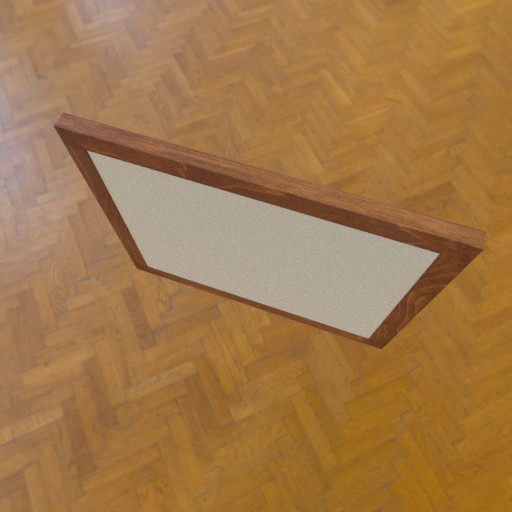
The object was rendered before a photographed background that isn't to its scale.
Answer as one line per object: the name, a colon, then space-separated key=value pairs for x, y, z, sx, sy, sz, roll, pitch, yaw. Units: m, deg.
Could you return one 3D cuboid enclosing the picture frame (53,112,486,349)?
picture frame: x=0.000 y=0.000 z=0.757 sx=0.559 sy=0.457 sz=0.025 roll=17 pitch=65 yaw=8
